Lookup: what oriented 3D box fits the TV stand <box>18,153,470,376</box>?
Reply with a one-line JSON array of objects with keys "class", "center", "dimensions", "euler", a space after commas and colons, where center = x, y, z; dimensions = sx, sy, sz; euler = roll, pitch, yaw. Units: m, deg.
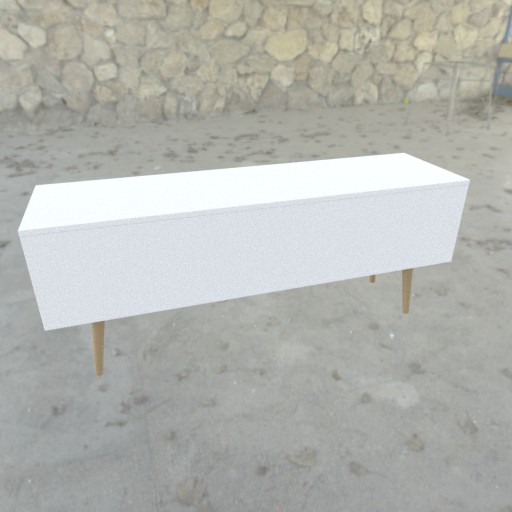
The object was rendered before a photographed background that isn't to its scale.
[{"class": "TV stand", "center": [0.000, 0.000, 1.613], "dimensions": [1.398, 0.560, 0.401], "euler": [-8, 28, -16]}]
